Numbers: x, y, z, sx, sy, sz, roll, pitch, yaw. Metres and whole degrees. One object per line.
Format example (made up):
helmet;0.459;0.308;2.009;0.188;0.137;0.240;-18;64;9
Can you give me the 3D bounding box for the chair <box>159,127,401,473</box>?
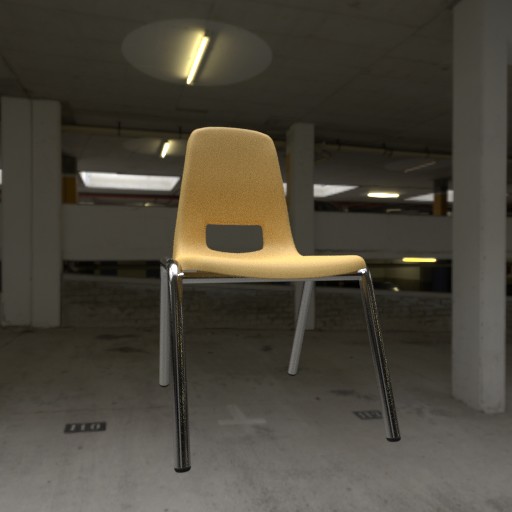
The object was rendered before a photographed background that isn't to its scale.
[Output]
chair;0.000;0.000;0.841;0.354;0.586;0.423;0;1;-17
